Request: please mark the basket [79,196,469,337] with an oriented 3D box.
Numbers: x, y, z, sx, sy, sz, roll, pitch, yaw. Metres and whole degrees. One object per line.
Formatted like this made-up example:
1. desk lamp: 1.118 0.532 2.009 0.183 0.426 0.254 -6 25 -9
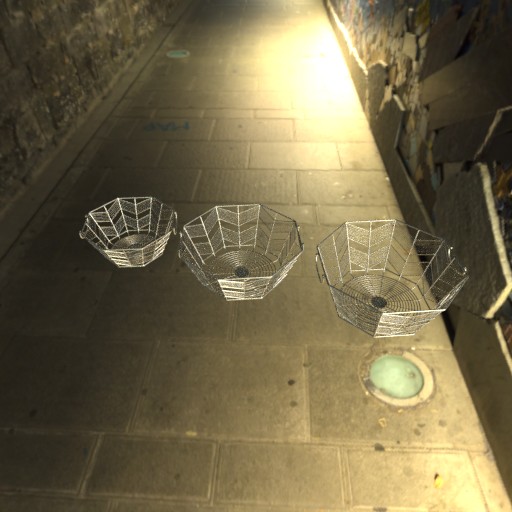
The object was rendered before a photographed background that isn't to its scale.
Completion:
1. basket: 0.000 0.000 1.437 1.246 0.178 0.432 12 42 13
